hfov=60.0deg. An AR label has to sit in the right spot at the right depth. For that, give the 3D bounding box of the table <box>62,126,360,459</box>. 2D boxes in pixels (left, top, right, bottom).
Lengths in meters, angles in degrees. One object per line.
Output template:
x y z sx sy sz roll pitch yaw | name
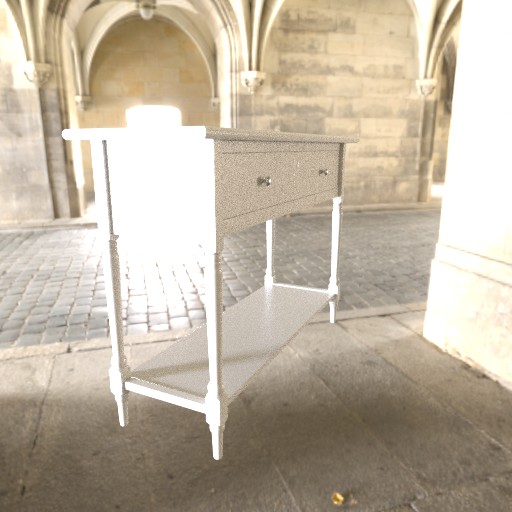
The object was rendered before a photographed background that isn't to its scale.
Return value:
0.000 0.000 1.529 0.384 0.808 1.197 7 15 26 | table
